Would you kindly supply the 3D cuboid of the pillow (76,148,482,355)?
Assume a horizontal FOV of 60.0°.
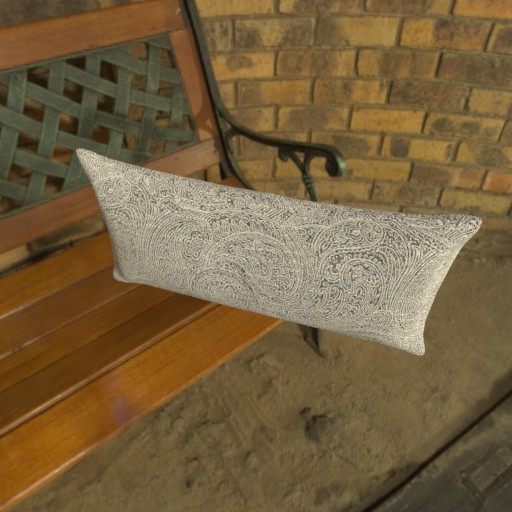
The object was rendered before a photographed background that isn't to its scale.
[{"bbox_3d":[0.000,0.000,0.739,0.615,0.295,0.151,12,43,14],"label":"pillow"}]
